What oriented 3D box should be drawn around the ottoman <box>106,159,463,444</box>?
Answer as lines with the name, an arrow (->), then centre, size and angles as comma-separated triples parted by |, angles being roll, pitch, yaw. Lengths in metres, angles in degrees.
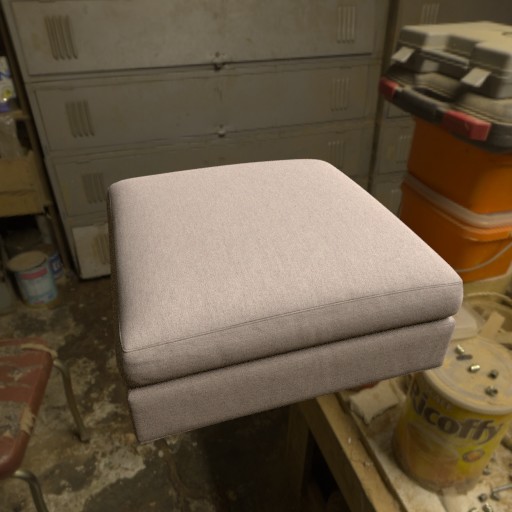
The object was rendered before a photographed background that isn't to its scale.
ottoman -> 0.000, 0.000, 1.666 | 1.041, 0.470, 1.041 | -9, 34, -14
